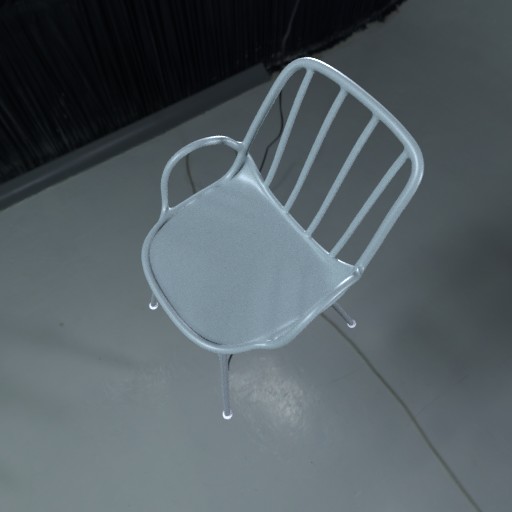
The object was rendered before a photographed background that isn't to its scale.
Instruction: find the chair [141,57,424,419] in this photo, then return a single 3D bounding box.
[{"bbox_3d":[0.000,0.000,1.213,0.597,0.816,0.549,-33,67,-16],"label":"chair"}]
